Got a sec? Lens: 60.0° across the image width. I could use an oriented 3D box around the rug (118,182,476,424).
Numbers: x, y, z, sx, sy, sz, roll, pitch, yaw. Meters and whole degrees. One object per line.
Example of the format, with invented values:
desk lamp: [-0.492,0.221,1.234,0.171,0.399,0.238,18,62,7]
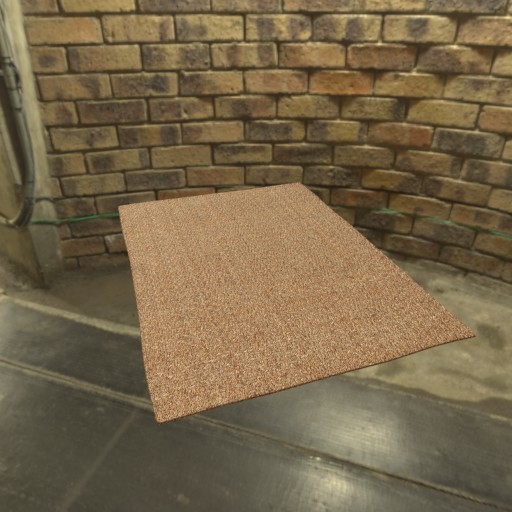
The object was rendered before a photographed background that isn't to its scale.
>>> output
rug: [0.000,0.000,2.774,1.566,0.013,2.141,-10,32,-17]
